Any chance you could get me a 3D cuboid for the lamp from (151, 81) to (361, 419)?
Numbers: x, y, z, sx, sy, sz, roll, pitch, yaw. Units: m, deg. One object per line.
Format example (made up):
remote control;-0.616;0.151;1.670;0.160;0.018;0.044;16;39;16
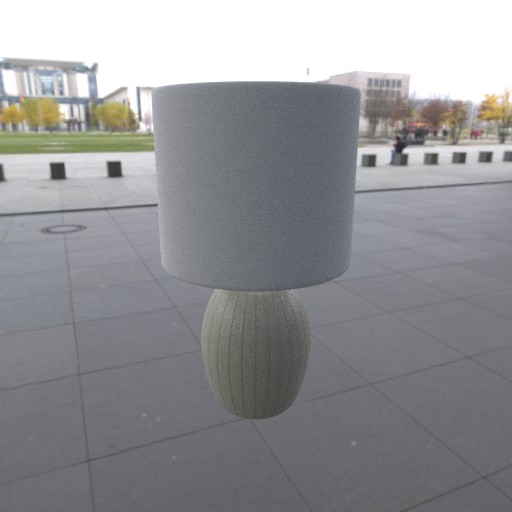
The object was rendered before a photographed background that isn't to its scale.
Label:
lamp;0.000;0.000;0.786;0.329;0.570;0.329;-2;16;-8
